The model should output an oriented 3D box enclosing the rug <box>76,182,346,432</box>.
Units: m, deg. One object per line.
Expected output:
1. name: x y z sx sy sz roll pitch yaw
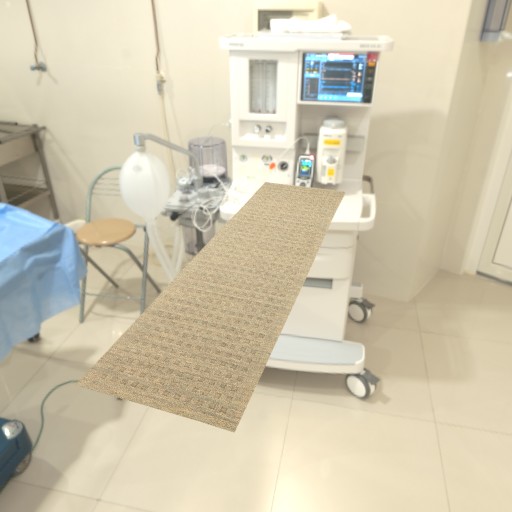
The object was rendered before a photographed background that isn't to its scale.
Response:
1. rug: 0.000 0.000 2.677 0.688 0.005 2.437 10 31 17
